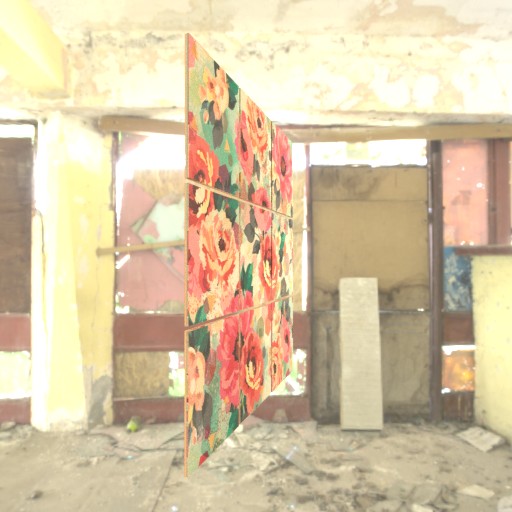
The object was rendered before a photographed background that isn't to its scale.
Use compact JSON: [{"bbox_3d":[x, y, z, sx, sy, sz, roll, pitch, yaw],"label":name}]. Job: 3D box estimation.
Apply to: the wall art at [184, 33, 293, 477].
[{"bbox_3d":[0.000,0.000,1.794,0.013,1.220,1.216,0,0,18],"label":"wall art"}]
